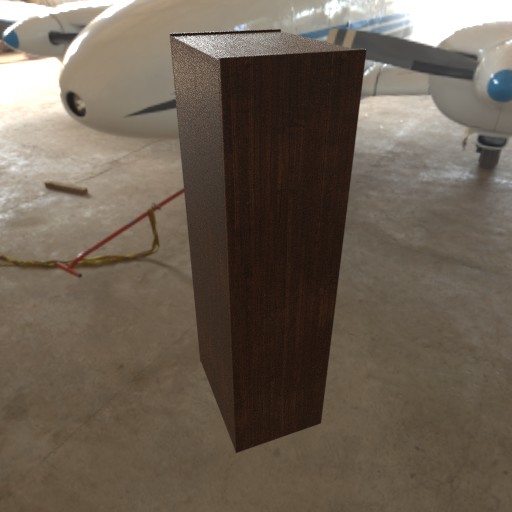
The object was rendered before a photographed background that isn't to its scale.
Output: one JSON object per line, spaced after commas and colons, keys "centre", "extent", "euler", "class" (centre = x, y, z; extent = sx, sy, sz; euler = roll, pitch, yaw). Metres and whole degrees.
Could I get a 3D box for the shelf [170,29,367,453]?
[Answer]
{"centre": [0.000, 0.000, 1.248], "extent": [0.290, 1.099, 0.415], "euler": [-12, 34, -18], "class": "shelf"}
